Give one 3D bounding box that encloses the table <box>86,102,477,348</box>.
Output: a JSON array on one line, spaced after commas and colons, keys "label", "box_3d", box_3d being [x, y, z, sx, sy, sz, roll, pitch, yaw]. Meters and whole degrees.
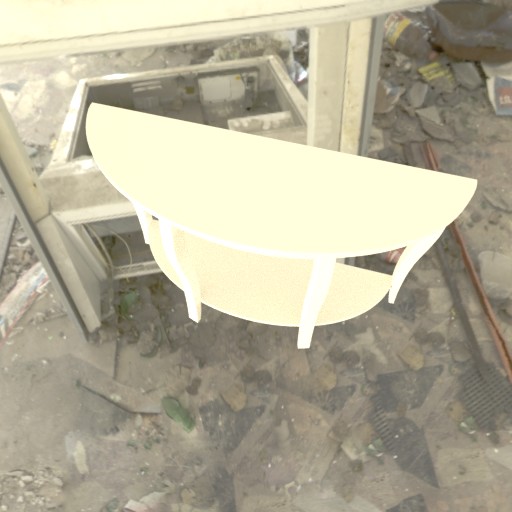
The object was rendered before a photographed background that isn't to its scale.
[{"label": "table", "box_3d": [0.000, 0.000, 1.604, 1.219, 0.780, 0.394, 13, 60, 8]}]
